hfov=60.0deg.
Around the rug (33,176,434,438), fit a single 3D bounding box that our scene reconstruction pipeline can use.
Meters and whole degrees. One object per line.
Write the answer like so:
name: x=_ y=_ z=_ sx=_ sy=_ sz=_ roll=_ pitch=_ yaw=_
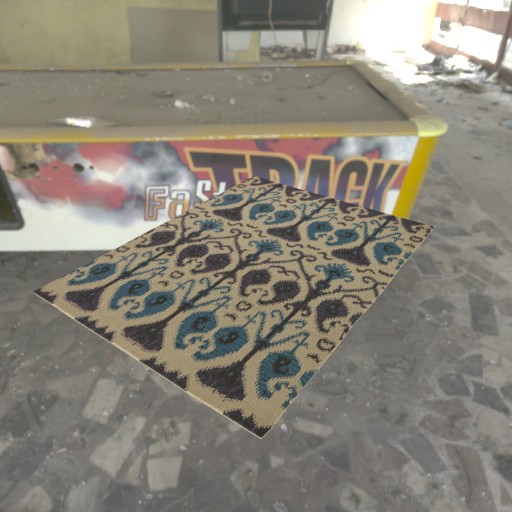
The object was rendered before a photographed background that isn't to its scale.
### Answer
rug: x=0.000 y=0.000 z=4.317 sx=2.443 sy=0.024 sz=3.228 roll=21 pitch=38 yaw=30
